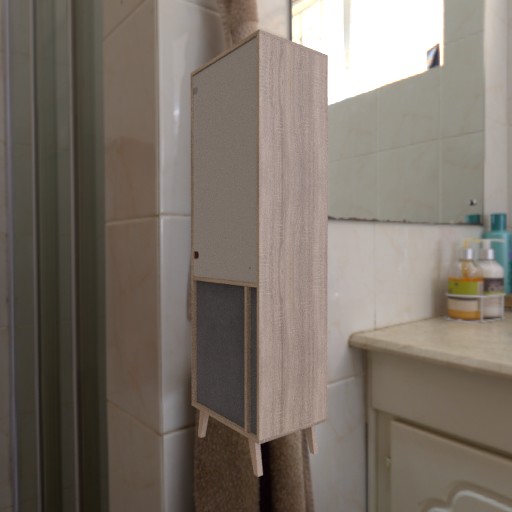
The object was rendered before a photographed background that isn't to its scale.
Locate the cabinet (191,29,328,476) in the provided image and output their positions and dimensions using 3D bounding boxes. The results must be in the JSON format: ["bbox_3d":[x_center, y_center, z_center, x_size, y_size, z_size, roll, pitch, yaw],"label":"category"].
[{"bbox_3d":[0.000,0.000,2.159,0.400,1.850,0.570,-1,1,-37],"label":"cabinet"}]
